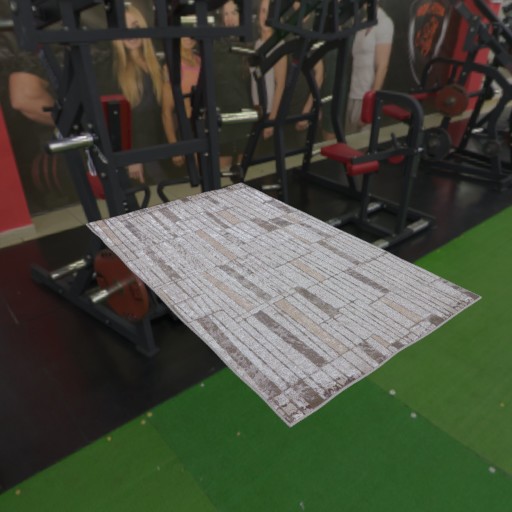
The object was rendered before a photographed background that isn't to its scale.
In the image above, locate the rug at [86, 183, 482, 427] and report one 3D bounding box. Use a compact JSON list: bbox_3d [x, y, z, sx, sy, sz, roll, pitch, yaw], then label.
[{"bbox_3d":[0.000,0.000,3.077,1.531,0.023,2.444,-21,36,-32],"label":"rug"}]
